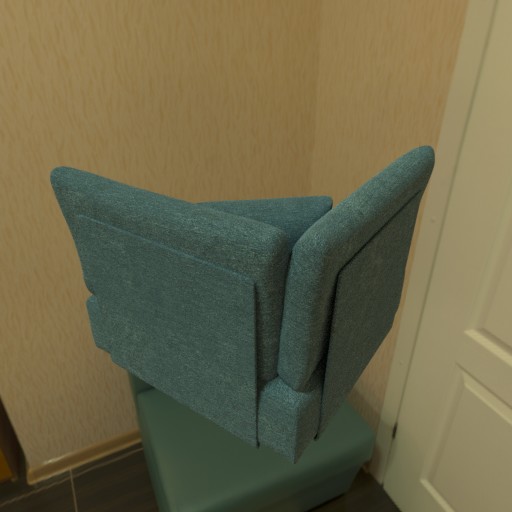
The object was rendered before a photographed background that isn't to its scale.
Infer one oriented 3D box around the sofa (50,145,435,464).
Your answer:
[{"bbox_3d":[0.000,0.000,1.754,1.000,0.820,1.000,19,35,29],"label":"sofa"}]
